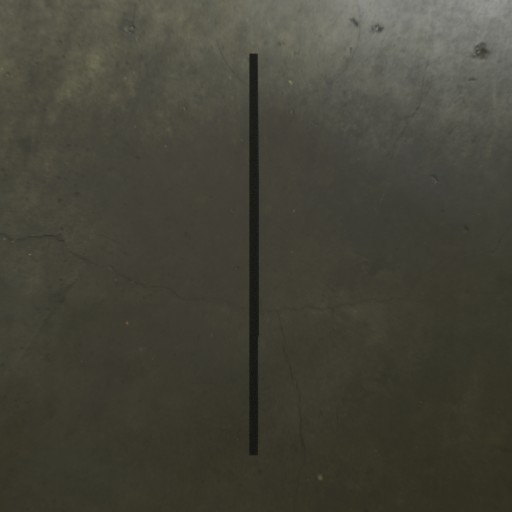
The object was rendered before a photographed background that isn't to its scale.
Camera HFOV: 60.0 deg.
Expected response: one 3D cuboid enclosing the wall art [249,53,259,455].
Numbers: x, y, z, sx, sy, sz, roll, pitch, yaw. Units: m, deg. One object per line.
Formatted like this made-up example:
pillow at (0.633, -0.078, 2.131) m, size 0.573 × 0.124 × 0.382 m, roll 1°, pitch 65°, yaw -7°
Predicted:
wall art at (0.000, 0.000, 0.682) m, size 0.008 × 0.530 × 0.379 m, roll 0°, pitch 90°, yaw 0°
